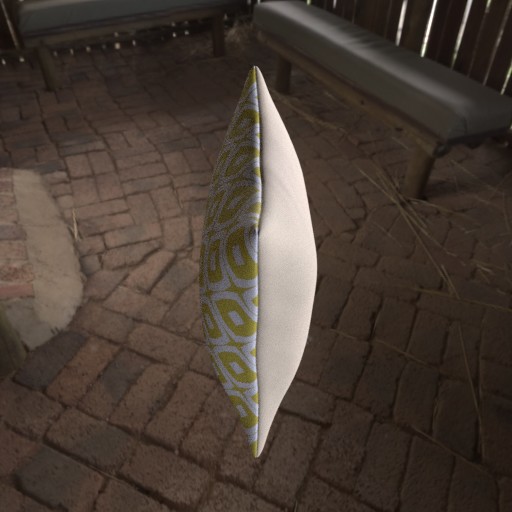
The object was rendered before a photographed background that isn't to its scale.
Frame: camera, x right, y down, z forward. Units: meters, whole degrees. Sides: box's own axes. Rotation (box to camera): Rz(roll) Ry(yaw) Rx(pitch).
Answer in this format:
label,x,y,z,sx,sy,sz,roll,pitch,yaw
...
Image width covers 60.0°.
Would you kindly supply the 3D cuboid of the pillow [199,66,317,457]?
label,x,y,z,sx,sy,sz,roll,pitch,yaw
pillow,0.000,0.000,0.786,0.188,0.494,0.504,0,41,0
